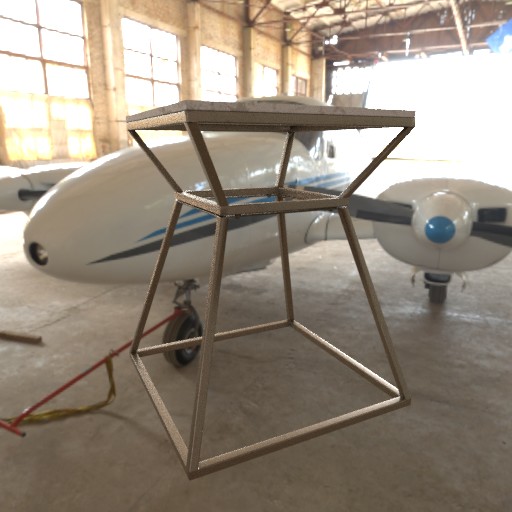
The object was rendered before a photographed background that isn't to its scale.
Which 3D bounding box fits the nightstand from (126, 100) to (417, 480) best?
[{"bbox_3d":[0.000,0.000,0.903,0.455,0.554,0.455,-7,16,-26],"label":"nightstand"}]
